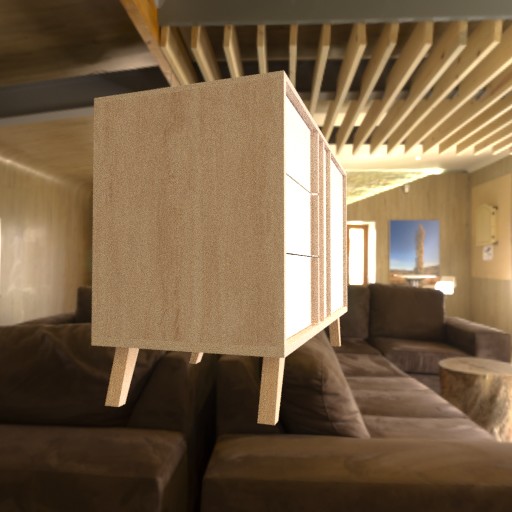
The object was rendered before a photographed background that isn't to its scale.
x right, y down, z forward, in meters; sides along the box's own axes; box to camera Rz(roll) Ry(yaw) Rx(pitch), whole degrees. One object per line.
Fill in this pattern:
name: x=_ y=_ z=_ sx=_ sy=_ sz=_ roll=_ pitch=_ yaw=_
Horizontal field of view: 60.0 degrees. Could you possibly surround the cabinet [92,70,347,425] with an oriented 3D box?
cabinet: x=0.000 y=0.000 z=1.567 sx=0.500 sy=0.780 sz=1.110 roll=-1 pitch=-2 yaw=18
